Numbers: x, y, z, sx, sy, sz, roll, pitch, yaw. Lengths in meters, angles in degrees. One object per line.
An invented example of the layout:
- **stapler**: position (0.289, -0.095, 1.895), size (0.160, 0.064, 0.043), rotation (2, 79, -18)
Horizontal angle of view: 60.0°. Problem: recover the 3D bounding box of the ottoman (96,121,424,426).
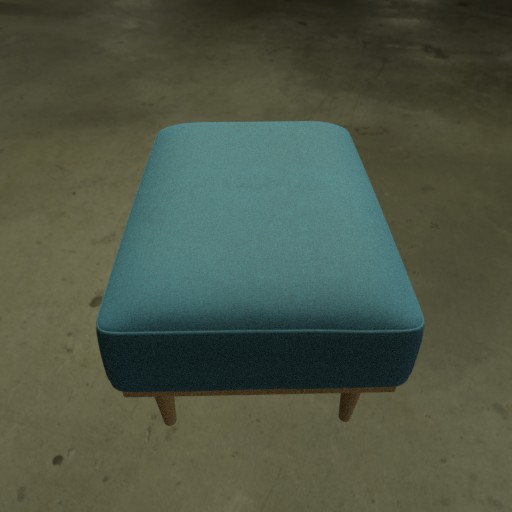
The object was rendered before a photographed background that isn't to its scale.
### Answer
- **ottoman**: position (0.000, 0.000, 1.069), size (0.549, 0.428, 0.749), rotation (-1, 41, -1)
